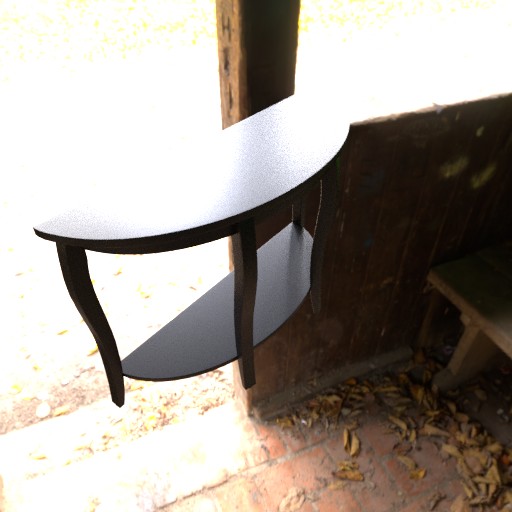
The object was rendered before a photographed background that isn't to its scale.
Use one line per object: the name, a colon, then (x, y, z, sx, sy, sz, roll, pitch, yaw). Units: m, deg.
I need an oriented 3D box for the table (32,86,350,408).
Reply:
table: (0.000, 0.000, 1.575, 0.394, 0.780, 1.219, 27, 47, 28)
